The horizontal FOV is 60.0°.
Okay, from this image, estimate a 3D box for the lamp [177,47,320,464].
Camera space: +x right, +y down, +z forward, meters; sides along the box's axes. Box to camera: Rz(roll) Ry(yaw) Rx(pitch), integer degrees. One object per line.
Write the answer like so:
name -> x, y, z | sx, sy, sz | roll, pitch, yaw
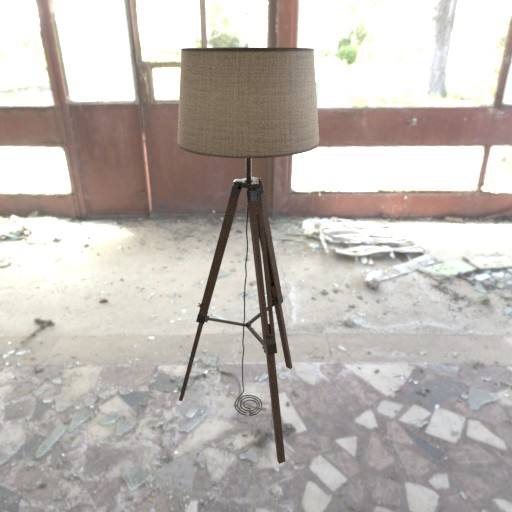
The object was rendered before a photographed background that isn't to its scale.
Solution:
lamp -> 0.000, 0.000, 1.779 | 0.604, 1.510, 0.587 | 18, 31, 32
